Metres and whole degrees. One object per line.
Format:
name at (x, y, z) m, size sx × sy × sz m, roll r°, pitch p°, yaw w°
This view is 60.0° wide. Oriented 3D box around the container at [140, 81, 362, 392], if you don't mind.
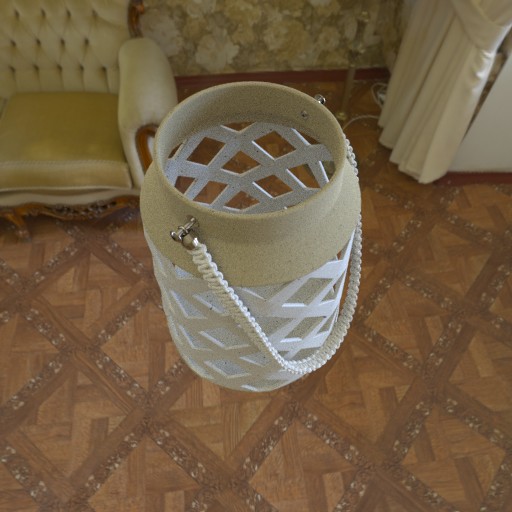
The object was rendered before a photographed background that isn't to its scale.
container at (0.000, 0.000, 0.343) m, size 0.172 × 0.229 × 0.163 m, roll 33°, pitch 63°, yaw 19°
